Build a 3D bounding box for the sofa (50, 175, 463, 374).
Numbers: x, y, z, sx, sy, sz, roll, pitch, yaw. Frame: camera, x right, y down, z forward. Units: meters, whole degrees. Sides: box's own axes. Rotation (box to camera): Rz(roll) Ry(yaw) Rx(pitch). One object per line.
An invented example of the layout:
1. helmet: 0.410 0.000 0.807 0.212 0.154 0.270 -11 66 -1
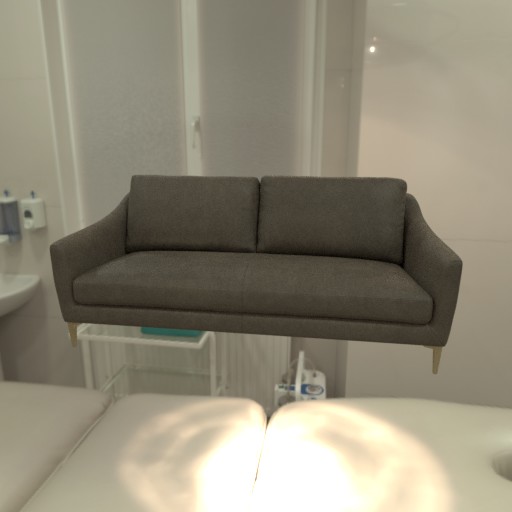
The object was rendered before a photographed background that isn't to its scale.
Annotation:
1. sofa: 0.000 0.000 2.612 2.036 0.902 0.960 2 15 8
